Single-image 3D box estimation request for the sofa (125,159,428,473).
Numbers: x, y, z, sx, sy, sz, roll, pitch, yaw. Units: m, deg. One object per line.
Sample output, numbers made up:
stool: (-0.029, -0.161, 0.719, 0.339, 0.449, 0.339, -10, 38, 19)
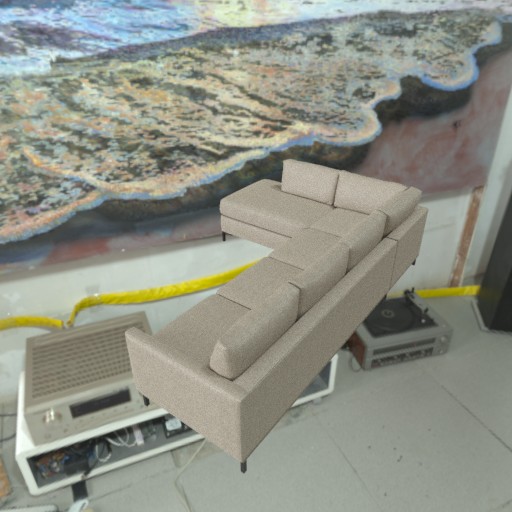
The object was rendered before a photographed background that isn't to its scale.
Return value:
sofa: (0.000, 0.000, 3.117, 1.617, 0.703, 2.423, 20, 36, 31)
